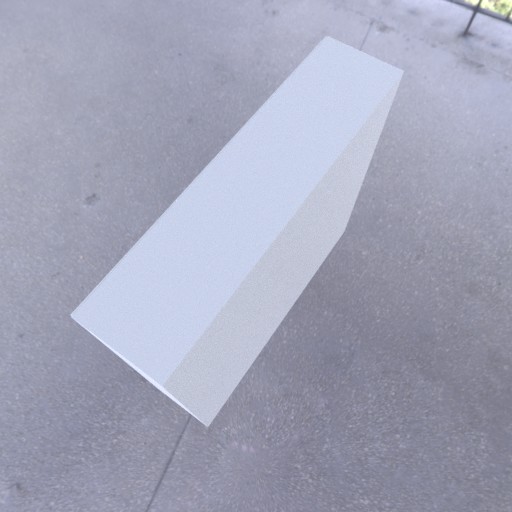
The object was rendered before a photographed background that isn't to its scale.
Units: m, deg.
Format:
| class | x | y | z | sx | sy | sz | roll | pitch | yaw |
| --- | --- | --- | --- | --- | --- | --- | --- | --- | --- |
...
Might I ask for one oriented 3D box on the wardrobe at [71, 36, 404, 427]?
| class | x | y | z | sx | sy | sz | roll | pitch | yaw |
| --- | --- | --- | --- | --- | --- | --- | --- | --- | --- |
| wardrobe | 0.000 | 0.000 | 1.935 | 0.360 | 1.200 | 1.340 | 32 | 68 | 14 |
